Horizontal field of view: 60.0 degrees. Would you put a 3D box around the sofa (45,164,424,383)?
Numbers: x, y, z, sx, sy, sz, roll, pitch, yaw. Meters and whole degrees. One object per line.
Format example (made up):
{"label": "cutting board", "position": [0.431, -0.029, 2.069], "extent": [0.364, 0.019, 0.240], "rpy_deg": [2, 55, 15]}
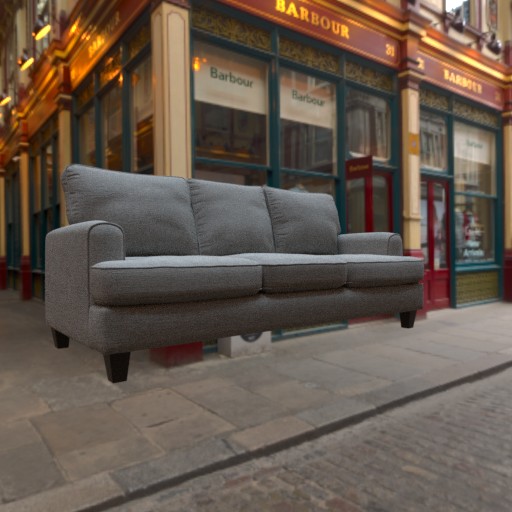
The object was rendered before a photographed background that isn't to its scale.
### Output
{"label": "sofa", "position": [0.000, 0.000, 2.648], "extent": [2.158, 0.965, 0.951], "rpy_deg": [-1, 1, -38]}
